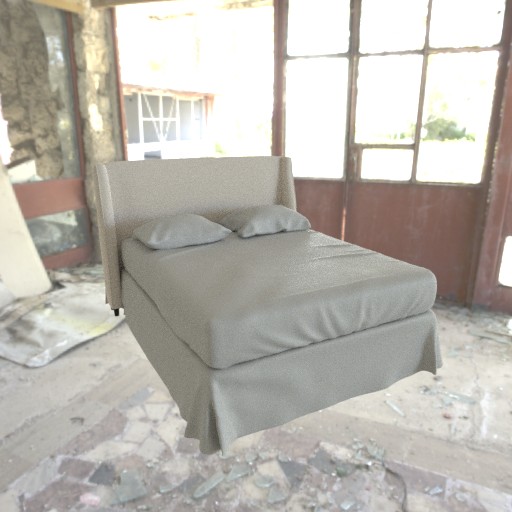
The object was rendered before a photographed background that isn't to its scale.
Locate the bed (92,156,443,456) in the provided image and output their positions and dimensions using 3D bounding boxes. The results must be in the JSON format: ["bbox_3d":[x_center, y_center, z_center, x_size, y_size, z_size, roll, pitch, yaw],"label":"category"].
[{"bbox_3d":[0.000,0.000,3.371,1.925,1.332,2.276,-9,19,-27],"label":"bed"}]
